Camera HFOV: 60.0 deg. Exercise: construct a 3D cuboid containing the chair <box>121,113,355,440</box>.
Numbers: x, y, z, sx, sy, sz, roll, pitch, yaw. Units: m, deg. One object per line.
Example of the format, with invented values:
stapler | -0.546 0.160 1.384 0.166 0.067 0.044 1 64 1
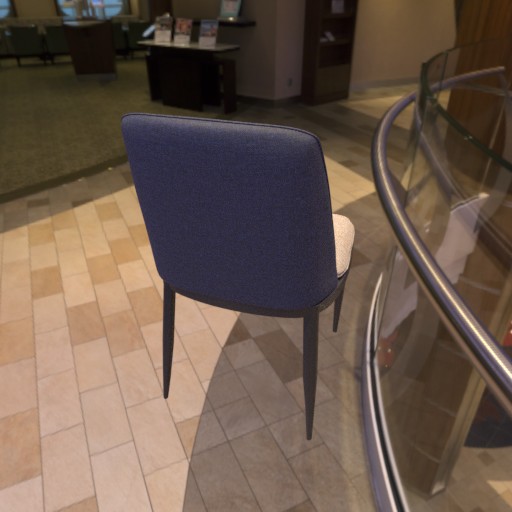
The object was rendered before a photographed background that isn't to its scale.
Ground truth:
chair | 0.000 0.000 1.173 0.480 0.839 0.551 10 33 16
